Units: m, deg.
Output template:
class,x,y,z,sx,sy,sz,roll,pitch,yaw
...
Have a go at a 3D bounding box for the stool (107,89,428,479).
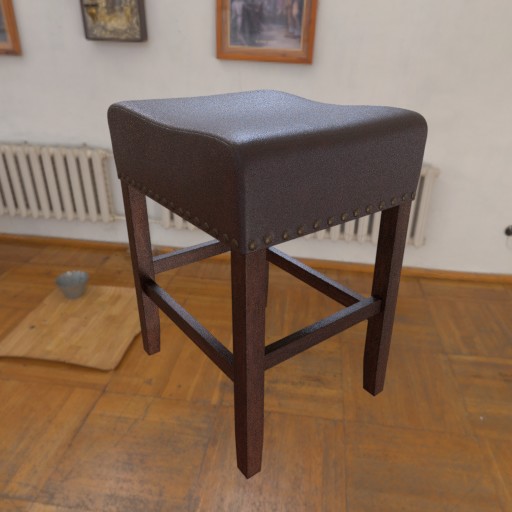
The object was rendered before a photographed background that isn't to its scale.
class,x,y,z,sx,sy,sz,roll,pitch,yaw
stool,0.000,0.000,0.932,0.397,0.608,0.465,-18,32,-32
